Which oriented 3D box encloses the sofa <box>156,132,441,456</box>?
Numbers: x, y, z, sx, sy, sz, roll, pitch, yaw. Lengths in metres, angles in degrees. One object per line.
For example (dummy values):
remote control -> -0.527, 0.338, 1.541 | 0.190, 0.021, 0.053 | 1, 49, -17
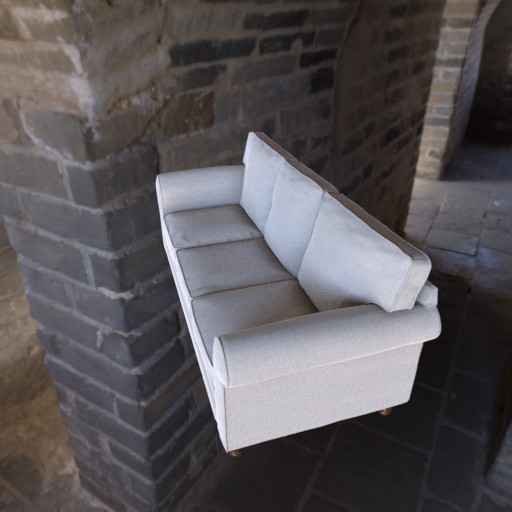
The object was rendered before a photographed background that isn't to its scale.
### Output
sofa -> 0.000, 0.000, 2.574 | 0.916, 0.961, 2.084 | -9, 31, -15
